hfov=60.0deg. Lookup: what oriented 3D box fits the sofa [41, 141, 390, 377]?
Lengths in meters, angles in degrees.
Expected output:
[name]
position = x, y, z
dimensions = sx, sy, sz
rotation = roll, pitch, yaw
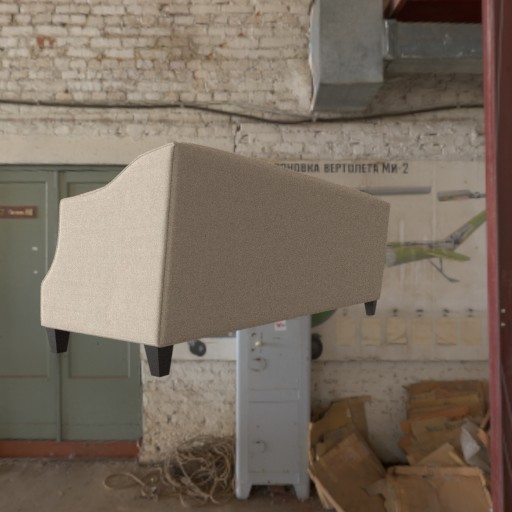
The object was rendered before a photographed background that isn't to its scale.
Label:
[sofa]
position = 0.000, 0.000, 2.716
dimensions = 0.914, 0.901, 2.235
rotation = 0, 0, 36
